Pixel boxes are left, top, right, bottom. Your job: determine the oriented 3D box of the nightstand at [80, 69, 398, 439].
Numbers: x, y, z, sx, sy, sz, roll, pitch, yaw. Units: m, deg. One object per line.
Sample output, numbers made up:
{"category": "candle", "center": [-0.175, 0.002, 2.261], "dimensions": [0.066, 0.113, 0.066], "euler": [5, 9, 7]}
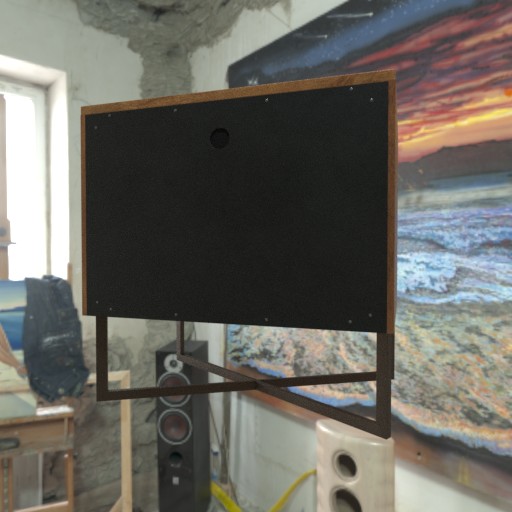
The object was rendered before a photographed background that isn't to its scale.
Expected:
{"category": "nightstand", "center": [0.000, 0.000, 1.016], "dimensions": [0.613, 0.615, 0.427], "euler": [0, 1, 18]}
